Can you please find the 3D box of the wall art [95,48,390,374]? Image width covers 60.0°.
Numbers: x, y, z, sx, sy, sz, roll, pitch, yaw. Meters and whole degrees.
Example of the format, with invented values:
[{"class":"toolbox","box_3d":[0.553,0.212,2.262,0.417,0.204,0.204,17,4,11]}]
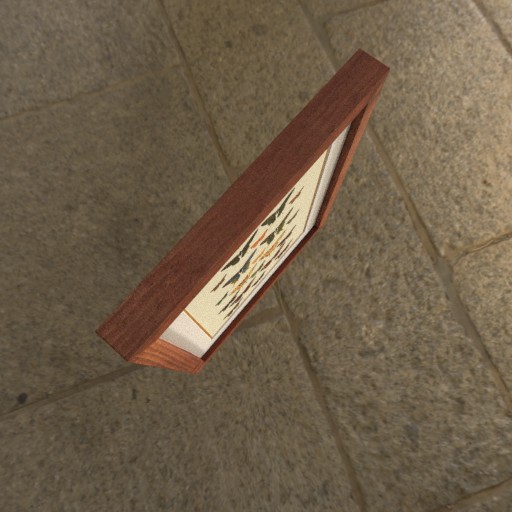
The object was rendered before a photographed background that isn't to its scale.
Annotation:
[{"class":"wall art","box_3d":[0.000,0.000,0.627,0.039,0.449,0.377,39,77,10]}]
